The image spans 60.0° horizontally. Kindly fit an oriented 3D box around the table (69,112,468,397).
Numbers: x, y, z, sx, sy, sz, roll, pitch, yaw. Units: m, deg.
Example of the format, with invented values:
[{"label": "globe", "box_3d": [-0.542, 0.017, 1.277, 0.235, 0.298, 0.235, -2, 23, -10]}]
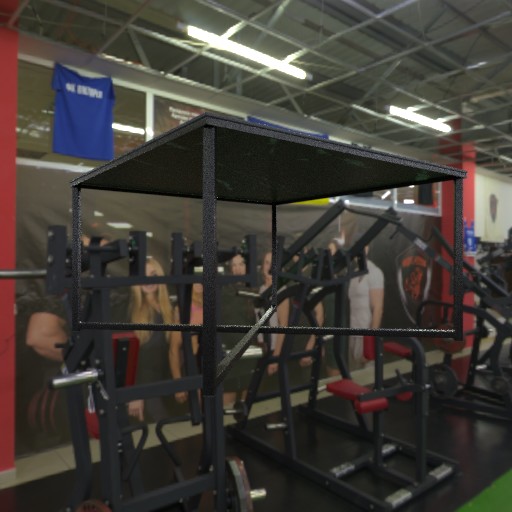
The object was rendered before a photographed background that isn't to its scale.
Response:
[{"label": "table", "box_3d": [0.000, 0.000, 1.250, 0.800, 0.450, 0.800, 0, 0, -37]}]
